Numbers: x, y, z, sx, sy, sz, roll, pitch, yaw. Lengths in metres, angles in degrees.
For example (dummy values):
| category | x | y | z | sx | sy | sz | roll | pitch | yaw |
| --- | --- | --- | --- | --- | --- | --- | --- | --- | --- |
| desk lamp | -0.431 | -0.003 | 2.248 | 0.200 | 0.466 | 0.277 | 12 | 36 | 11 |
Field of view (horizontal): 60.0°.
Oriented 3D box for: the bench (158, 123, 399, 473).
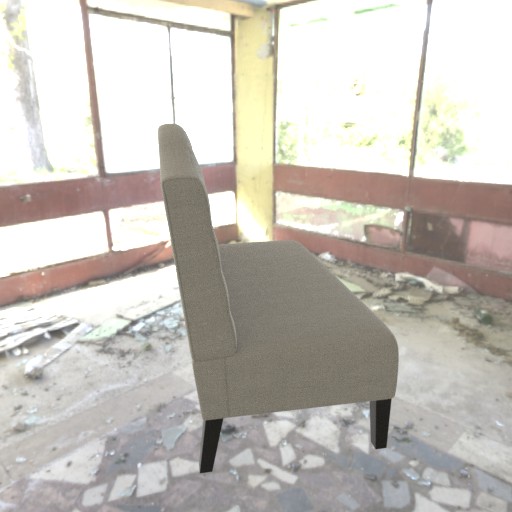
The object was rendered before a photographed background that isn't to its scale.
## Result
| category | x | y | z | sx | sy | sz | roll | pitch | yaw |
| --- | --- | --- | --- | --- | --- | --- | --- | --- | --- |
| bench | 0.000 | 0.000 | 2.054 | 0.815 | 1.180 | 1.335 | -3 | 17 | -10 |
